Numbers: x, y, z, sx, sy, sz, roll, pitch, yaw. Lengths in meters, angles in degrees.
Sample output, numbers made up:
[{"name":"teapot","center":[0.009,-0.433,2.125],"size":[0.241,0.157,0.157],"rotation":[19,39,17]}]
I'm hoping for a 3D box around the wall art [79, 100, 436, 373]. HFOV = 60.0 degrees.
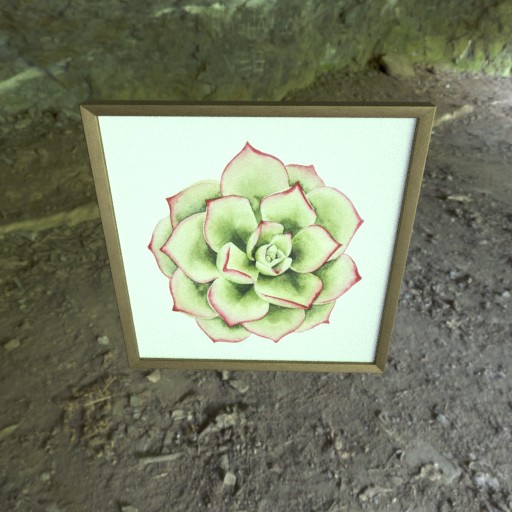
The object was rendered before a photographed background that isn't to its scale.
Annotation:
[{"name":"wall art","center":[0.000,0.000,0.761],"size":[0.503,0.506,0.031],"rotation":[1,30,1]}]
